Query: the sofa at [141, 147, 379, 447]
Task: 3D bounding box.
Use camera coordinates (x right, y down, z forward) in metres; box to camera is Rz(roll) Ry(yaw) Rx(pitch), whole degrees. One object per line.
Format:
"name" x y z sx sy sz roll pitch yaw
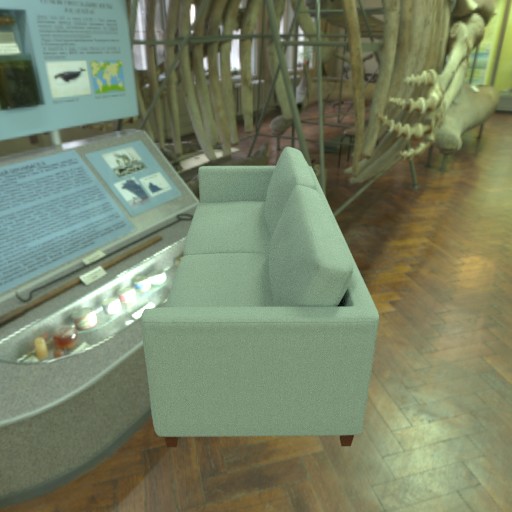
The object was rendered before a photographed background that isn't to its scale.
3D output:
"sofa" 0.000 0.000 2.772 0.951 0.965 2.208 0 27 -1
